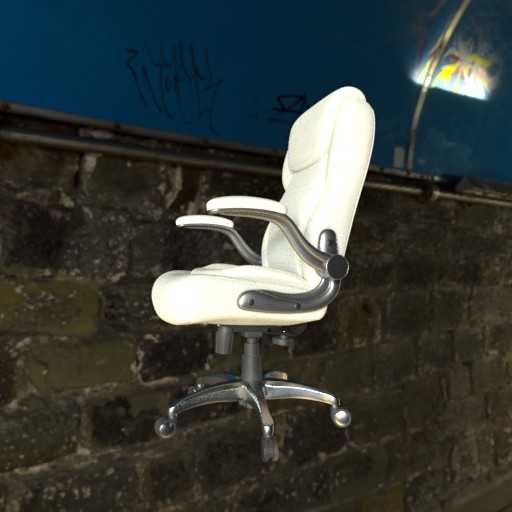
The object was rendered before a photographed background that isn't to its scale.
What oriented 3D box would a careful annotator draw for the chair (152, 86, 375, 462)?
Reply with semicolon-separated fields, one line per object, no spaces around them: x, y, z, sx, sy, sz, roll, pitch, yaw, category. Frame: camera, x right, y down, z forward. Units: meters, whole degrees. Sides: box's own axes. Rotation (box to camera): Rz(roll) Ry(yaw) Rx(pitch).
0.000;0.000;1.785;0.806;1.330;0.755;0;0;-18;chair
